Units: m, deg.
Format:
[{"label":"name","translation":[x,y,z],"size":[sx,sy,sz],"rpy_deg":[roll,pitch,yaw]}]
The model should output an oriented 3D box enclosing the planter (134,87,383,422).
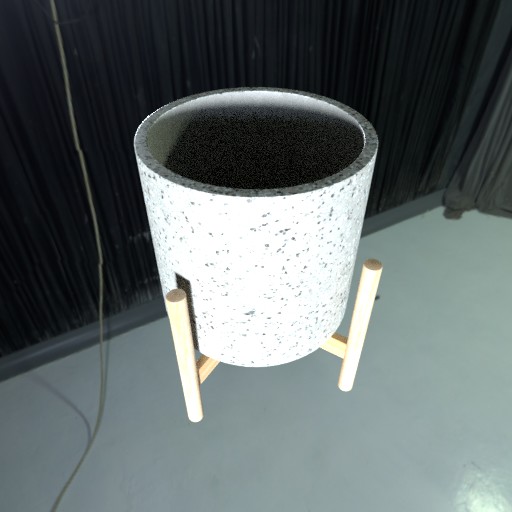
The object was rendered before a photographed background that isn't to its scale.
[{"label":"planter","translation":[0.000,0.000,0.699],"size":[0.360,0.419,0.360],"rpy_deg":[-25,47,-26]}]
